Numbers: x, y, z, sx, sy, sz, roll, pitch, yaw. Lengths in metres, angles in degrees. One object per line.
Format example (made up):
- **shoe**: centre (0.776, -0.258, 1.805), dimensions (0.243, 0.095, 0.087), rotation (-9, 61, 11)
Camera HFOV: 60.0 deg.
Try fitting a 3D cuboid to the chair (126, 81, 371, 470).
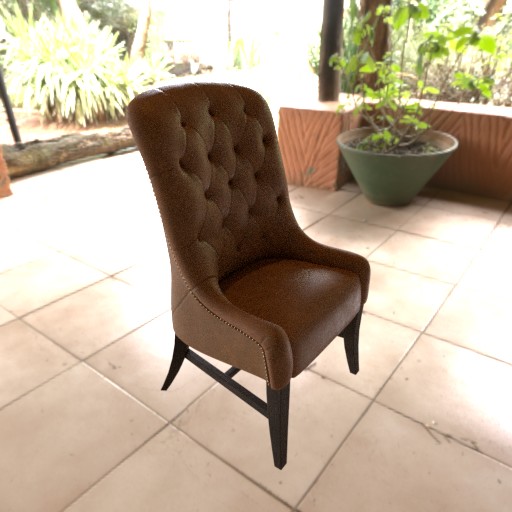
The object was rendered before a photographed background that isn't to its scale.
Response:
- **chair**: centre (0.000, 0.000, 1.521), dimensions (0.629, 1.091, 0.634), rotation (18, 32, 32)
